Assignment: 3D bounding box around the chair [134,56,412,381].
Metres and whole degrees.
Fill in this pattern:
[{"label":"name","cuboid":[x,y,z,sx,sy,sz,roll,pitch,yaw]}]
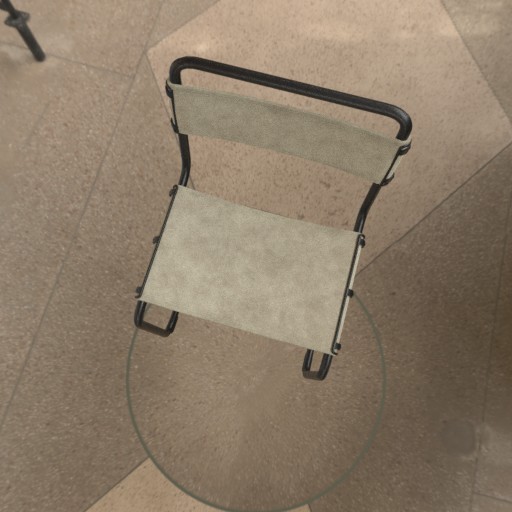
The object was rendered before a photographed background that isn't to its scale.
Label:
[{"label":"chair","cuboid":[0.000,0.000,1.106,0.499,0.747,0.497,15,76,4]}]
